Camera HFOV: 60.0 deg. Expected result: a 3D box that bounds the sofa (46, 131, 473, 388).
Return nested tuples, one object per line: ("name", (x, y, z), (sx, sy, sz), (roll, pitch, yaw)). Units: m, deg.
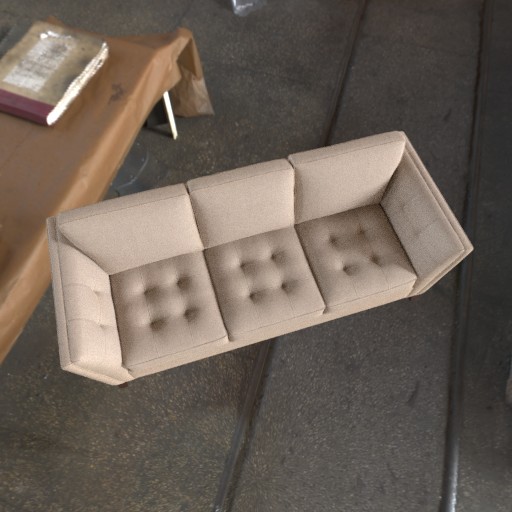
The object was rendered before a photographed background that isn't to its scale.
("sofa", (0.000, 0.000, 2.905), (2.388, 0.940, 0.965), (-15, 64, -8))
